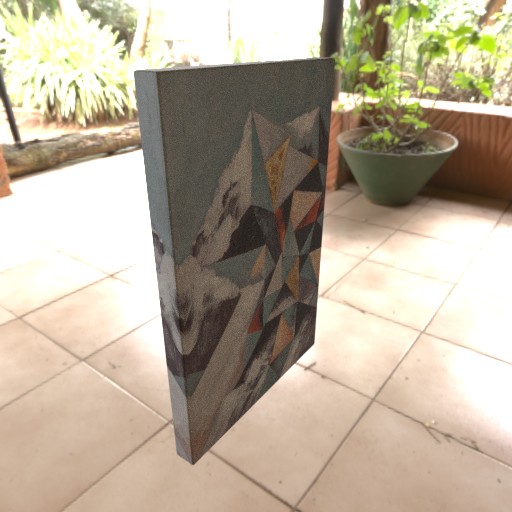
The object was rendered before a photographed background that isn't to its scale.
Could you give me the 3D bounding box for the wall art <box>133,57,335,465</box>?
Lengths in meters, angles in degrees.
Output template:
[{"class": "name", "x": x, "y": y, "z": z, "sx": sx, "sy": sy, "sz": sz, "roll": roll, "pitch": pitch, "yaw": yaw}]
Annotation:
[{"class": "wall art", "x": 0.000, "y": 0.000, "z": 1.138, "sx": 0.061, "sy": 0.911, "sz": 0.609, "roll": 18, "pitch": 32, "yaw": 32}]
